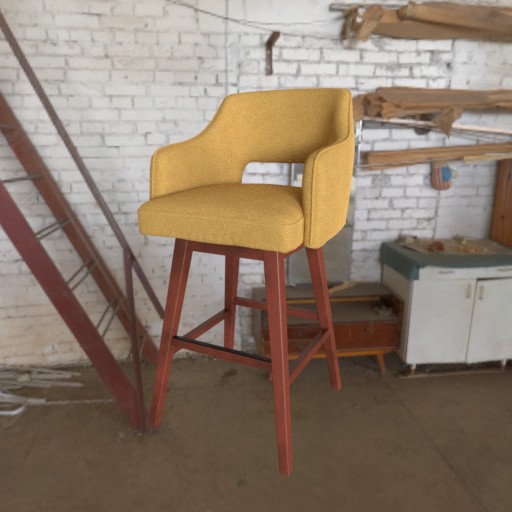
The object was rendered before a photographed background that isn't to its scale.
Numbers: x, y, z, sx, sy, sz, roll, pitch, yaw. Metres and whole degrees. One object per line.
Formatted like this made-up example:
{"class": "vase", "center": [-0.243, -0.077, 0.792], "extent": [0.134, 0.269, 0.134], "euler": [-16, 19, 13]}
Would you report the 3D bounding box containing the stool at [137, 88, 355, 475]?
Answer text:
{"class": "stool", "center": [0.000, 0.000, 1.371], "extent": [0.548, 1.012, 0.558], "euler": [8, 17, 26]}
